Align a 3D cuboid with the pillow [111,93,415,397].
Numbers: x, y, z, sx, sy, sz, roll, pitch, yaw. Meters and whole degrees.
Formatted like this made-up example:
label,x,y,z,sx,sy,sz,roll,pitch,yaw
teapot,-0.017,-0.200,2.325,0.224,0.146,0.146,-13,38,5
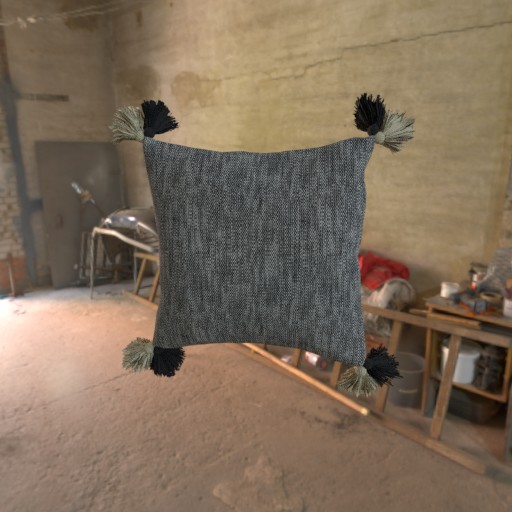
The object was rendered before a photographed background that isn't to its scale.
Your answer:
label,x,y,z,sx,sy,sz,roll,pitch,yaw
pillow,0.000,0.000,0.944,0.654,0.659,0.170,2,14,9
